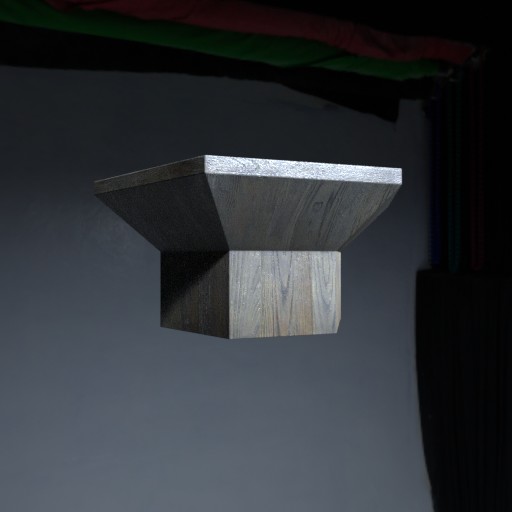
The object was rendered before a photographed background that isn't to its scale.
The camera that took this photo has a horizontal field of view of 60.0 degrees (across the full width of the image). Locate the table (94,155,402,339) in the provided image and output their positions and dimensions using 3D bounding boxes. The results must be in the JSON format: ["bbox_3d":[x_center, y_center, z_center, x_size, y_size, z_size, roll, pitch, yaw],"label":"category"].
[{"bbox_3d":[0.000,0.000,1.621,1.115,0.488,0.966,0,0,-17],"label":"table"}]
